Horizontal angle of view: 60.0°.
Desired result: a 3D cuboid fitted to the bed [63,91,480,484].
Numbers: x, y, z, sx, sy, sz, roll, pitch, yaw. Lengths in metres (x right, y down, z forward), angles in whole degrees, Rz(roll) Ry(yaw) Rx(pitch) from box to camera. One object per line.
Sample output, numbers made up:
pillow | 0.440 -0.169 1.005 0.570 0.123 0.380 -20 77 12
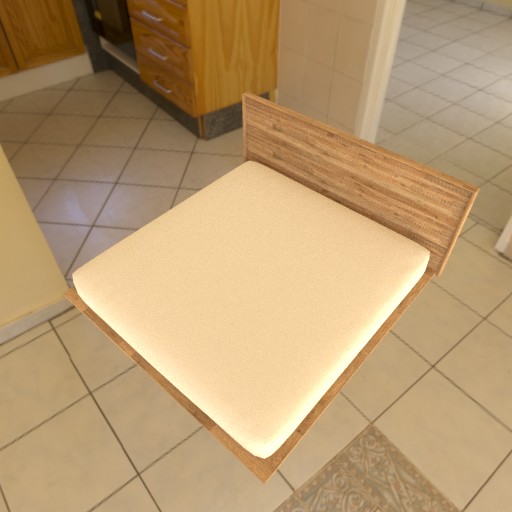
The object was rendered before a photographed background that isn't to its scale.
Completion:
bed | 0.000 0.000 3.301 2.116 1.100 2.167 32 54 27
